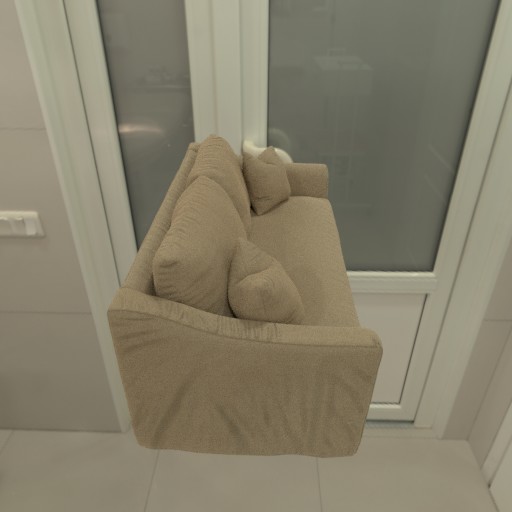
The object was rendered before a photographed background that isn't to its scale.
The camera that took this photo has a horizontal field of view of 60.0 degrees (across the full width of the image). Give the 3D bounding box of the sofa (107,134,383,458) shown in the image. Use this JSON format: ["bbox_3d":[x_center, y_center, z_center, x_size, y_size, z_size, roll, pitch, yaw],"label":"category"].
[{"bbox_3d":[0.000,0.000,2.628,1.072,1.018,2.010,1,32,1],"label":"sofa"}]
